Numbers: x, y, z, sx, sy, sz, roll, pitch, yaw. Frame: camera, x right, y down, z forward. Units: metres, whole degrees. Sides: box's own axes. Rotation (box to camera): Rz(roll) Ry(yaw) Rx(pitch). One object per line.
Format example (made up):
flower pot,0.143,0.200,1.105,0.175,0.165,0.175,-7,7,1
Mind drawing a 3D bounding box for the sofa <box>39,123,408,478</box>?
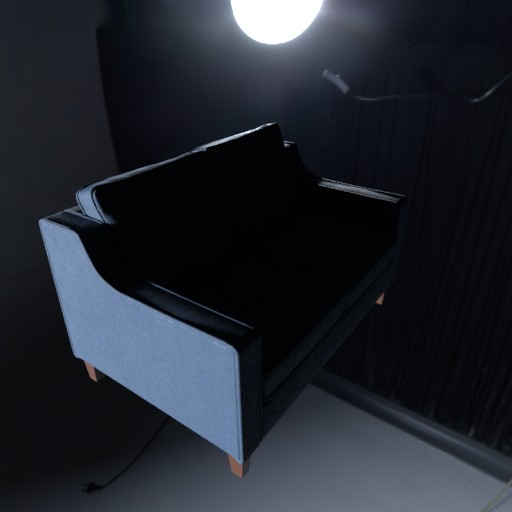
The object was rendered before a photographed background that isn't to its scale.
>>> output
sofa,0.000,0.000,2.137,0.987,0.971,1.501,19,34,30
